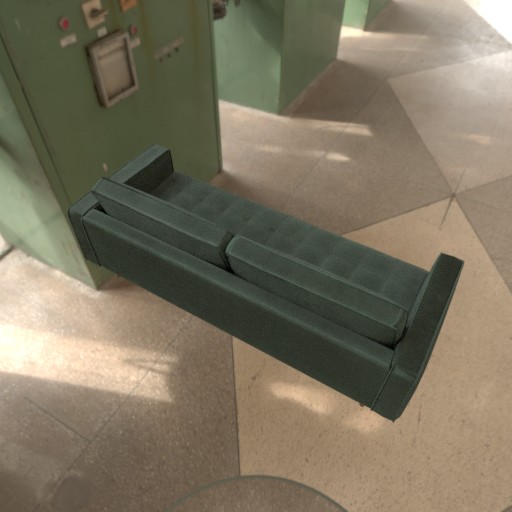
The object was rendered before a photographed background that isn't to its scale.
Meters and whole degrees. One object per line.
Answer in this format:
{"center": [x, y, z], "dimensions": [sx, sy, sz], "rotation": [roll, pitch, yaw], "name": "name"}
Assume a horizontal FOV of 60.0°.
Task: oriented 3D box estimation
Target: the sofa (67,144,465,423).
{"center": [0.000, 0.000, 2.705], "dimensions": [2.214, 0.781, 0.886], "rotation": [24, 52, 20], "name": "sofa"}
